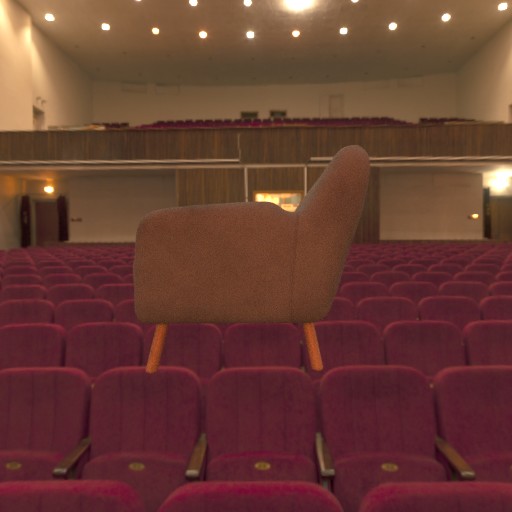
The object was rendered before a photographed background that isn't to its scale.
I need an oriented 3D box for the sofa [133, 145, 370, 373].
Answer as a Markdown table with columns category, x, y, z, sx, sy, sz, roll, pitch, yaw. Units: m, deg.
| category | x | y | z | sx | sy | sz | roll | pitch | yaw |
| --- | --- | --- | --- | --- | --- | --- | --- | --- | --- |
| sofa | 0.000 | 0.000 | 2.366 | 0.850 | 0.810 | 1.870 | 0 | 1 | 2 |
